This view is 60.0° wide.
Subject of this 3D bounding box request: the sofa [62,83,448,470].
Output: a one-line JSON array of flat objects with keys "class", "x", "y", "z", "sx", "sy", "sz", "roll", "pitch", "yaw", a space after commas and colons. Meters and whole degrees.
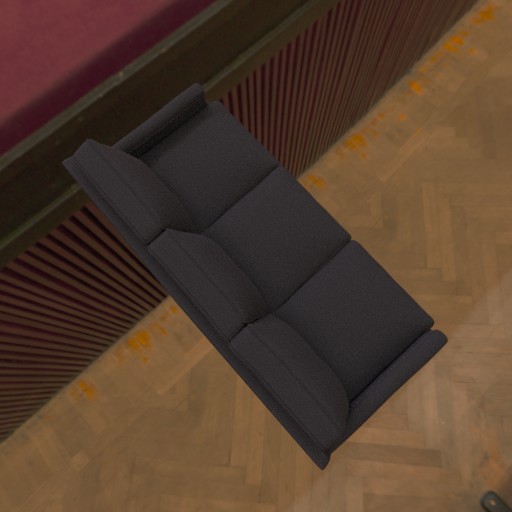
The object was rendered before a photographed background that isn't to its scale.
[{"class": "sofa", "x": 0.000, "y": 0.000, "z": 2.748, "sx": 1.084, "sy": 1.003, "sz": 2.246, "roll": -41, "pitch": 79, "yaw": -10}]
